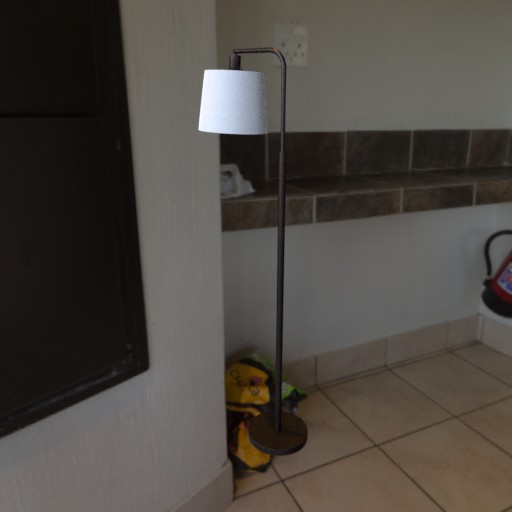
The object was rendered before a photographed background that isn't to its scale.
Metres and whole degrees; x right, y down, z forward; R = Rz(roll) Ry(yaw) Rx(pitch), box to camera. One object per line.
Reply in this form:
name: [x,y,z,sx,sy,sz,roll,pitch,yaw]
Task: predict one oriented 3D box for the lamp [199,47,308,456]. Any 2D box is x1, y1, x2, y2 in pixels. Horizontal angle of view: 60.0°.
lamp: [0.000,0.000,1.702,0.254,1.478,0.508,-15,22,-41]
